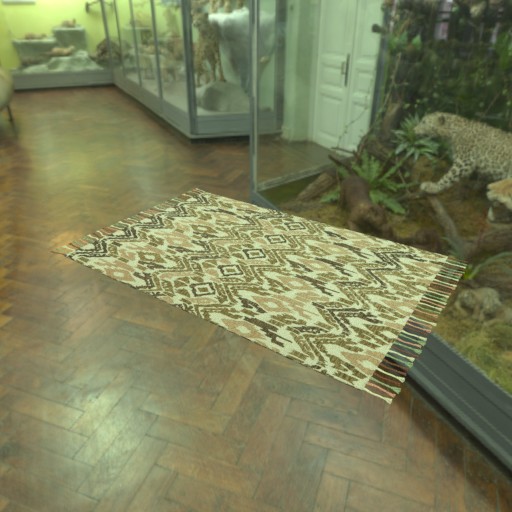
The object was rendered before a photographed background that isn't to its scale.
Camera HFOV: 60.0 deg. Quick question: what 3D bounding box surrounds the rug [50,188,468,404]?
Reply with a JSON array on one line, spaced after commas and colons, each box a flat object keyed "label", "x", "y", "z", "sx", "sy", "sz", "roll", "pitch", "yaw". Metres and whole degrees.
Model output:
[{"label": "rug", "x": 0.000, "y": 0.000, "z": 3.016, "sx": 2.438, "sy": 0.008, "sz": 1.524, "roll": 19, "pitch": 34, "yaw": 30}]
